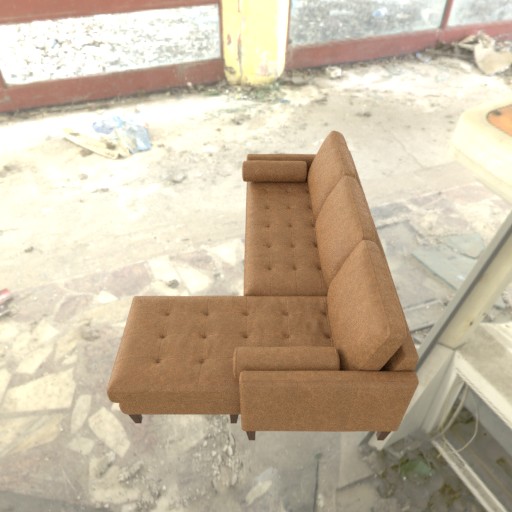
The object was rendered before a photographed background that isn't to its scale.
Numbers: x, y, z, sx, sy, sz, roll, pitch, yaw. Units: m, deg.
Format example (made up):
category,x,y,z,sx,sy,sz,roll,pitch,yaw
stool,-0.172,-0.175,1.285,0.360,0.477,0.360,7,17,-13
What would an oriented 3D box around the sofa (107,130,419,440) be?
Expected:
category,x,y,z,sx,sy,sz,roll,pitch,yaw
sofa,0.000,0.000,2.952,1.506,0.876,2.178,0,41,0
